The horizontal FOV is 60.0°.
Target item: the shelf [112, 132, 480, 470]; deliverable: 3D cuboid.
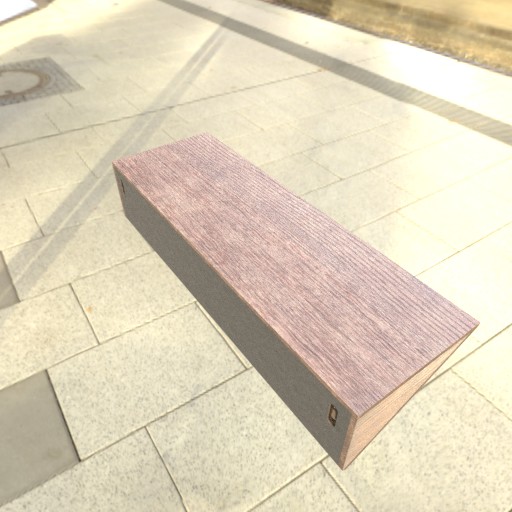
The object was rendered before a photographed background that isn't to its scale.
[{"bbox_3d":[0.000,0.000,0.695,0.200,0.125,0.610,-25,47,-26],"label":"shelf"}]
